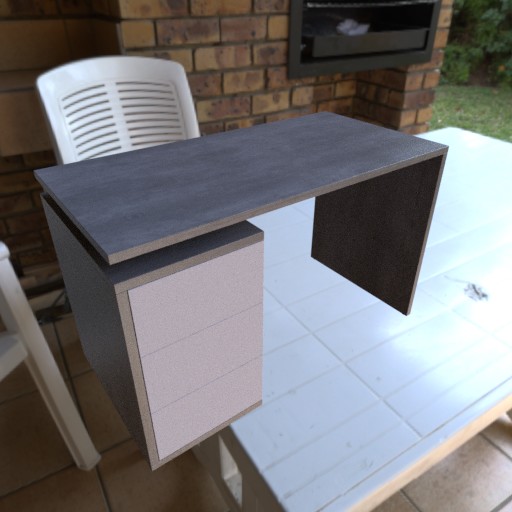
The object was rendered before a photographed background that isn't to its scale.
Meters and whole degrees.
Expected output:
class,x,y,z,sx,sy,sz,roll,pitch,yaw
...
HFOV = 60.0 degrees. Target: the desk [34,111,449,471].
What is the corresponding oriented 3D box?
class,x,y,z,sx,sy,sz,roll,pitch,yaw
desk,0.000,0.000,1.609,1.200,0.740,0.600,-21,38,-30
